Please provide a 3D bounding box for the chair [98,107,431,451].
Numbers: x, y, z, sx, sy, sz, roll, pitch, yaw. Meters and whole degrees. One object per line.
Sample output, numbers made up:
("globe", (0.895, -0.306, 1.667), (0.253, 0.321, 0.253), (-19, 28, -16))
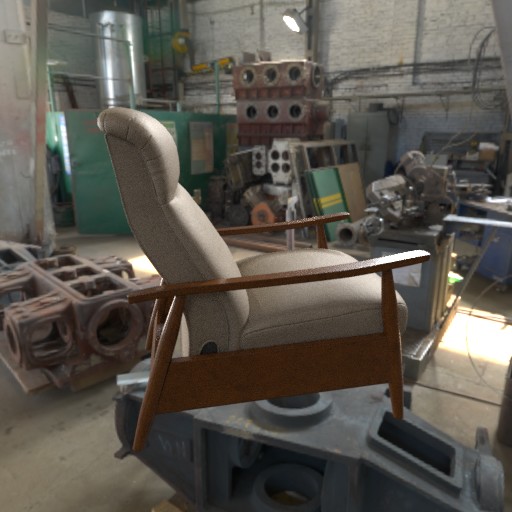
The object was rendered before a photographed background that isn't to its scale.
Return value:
("chair", (0.000, 0.000, 1.735), (1.032, 1.082, 0.762), (-3, 17, -10))
